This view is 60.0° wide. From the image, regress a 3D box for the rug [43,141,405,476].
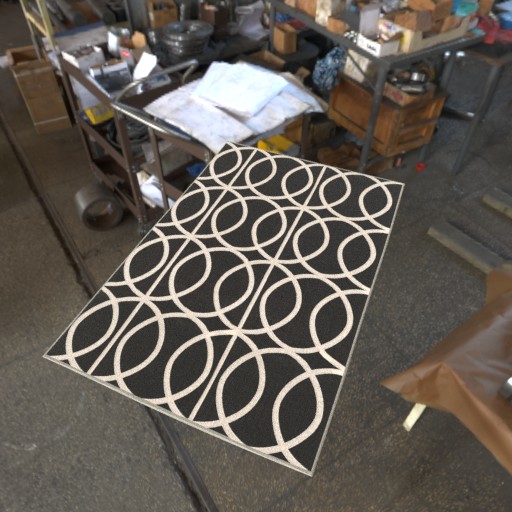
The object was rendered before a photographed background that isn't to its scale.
[{"bbox_3d":[0.000,0.000,2.887,1.528,0.014,2.294,17,49,16],"label":"rug"}]
